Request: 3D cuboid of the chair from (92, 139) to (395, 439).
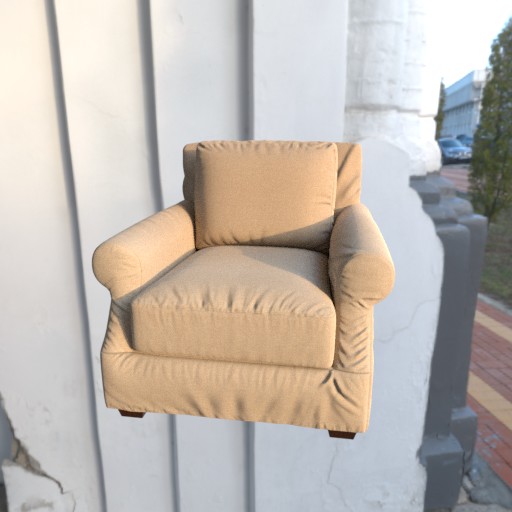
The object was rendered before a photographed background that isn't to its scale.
[{"bbox_3d":[0.000,0.000,1.712,0.940,0.866,1.066,2,15,9],"label":"chair"}]
